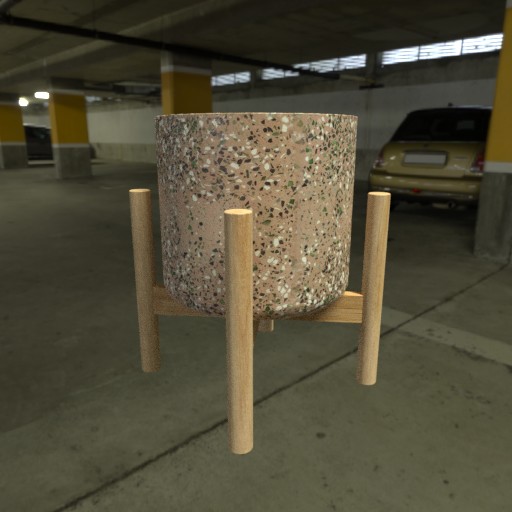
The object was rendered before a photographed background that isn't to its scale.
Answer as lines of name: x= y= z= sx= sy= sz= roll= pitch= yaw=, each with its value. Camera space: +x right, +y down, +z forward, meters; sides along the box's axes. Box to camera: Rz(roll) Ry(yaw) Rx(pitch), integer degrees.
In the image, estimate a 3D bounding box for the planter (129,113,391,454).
planter: x=0.000 y=0.000 z=0.538 sx=0.284 sy=0.320 sz=0.284 roll=8 pitch=17 yaw=28
